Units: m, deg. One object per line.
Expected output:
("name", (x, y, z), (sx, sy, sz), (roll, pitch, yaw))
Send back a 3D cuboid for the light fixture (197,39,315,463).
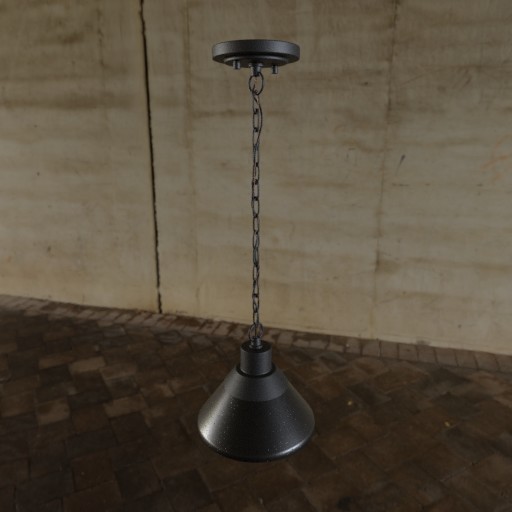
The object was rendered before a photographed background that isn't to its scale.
("light fixture", (0.000, 0.000, 0.683), (0.201, 0.588, 0.201), (-13, 20, -40))
